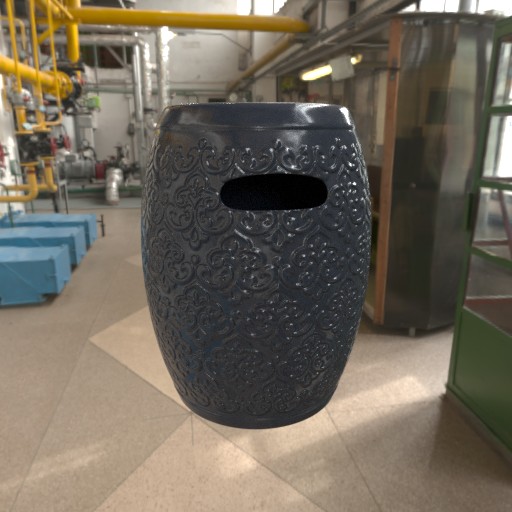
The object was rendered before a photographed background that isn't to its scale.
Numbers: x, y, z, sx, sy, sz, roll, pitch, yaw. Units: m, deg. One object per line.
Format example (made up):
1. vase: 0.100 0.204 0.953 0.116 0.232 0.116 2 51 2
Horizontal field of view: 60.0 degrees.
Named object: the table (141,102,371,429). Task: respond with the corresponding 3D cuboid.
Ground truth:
1. table: 0.000 0.000 0.620 0.309 0.397 0.309 0 16 0
